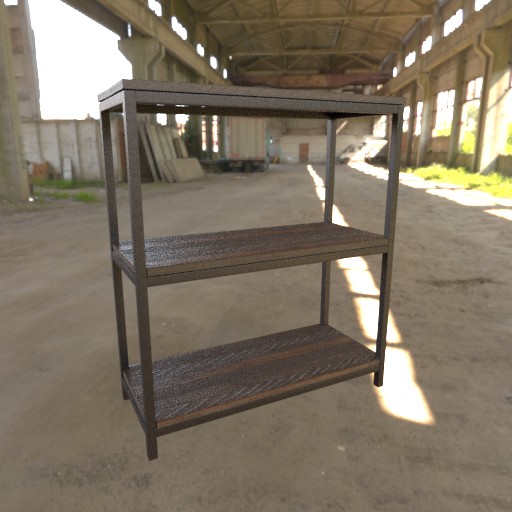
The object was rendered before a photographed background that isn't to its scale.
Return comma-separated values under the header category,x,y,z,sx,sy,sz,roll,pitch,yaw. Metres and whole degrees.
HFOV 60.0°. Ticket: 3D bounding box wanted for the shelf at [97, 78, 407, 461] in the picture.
category,x,y,z,sx,sy,sz,roll,pitch,yaw
shelf,0.000,0.000,1.388,0.822,0.947,0.352,-7,16,-27
